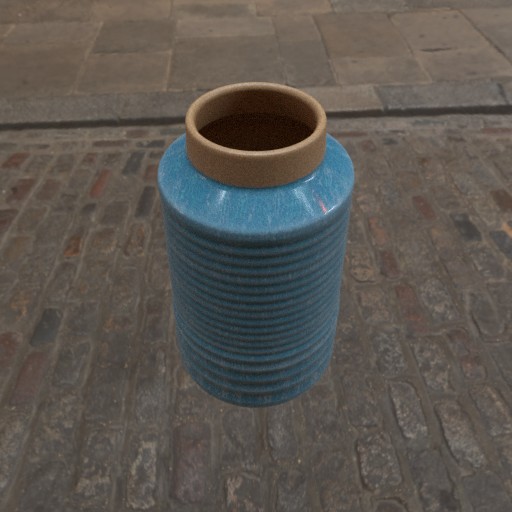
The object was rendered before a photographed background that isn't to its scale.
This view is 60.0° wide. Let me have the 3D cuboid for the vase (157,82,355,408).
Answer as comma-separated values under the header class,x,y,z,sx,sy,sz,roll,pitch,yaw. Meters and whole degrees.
class,x,y,z,sx,sy,sz,roll,pitch,yaw
vase,0.000,0.000,0.381,0.163,0.267,0.163,0,47,0
